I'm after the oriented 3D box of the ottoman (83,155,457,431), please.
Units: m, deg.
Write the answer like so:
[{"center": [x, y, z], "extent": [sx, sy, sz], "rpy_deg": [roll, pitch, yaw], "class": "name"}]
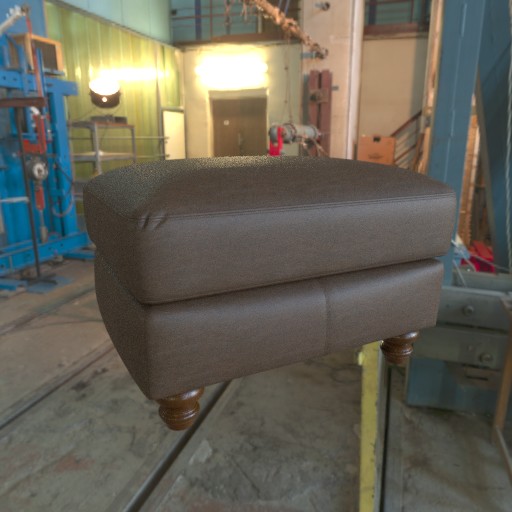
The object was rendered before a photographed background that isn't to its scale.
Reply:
[{"center": [0.000, 0.000, 1.162], "extent": [0.787, 0.508, 0.635], "rpy_deg": [-8, 17, -26], "class": "ottoman"}]
